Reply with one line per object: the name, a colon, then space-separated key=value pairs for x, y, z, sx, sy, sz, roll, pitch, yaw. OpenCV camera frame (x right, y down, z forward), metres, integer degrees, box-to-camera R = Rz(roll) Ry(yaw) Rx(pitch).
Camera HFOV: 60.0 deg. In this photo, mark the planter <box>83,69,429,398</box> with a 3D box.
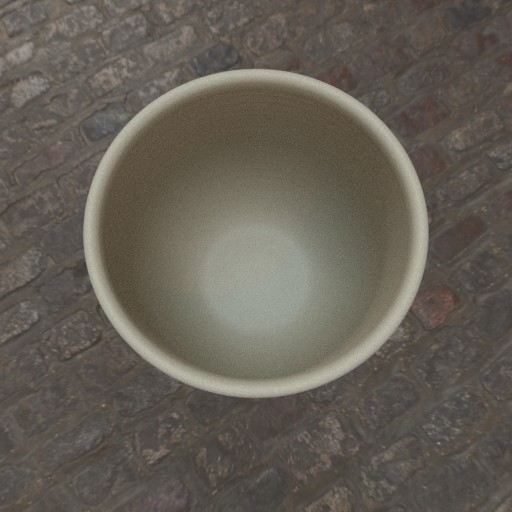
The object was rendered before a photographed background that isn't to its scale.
planter: x=0.000 y=0.000 z=0.358 sx=0.208 sy=0.190 sz=0.208 roll=0 pitch=76 yaw=0
